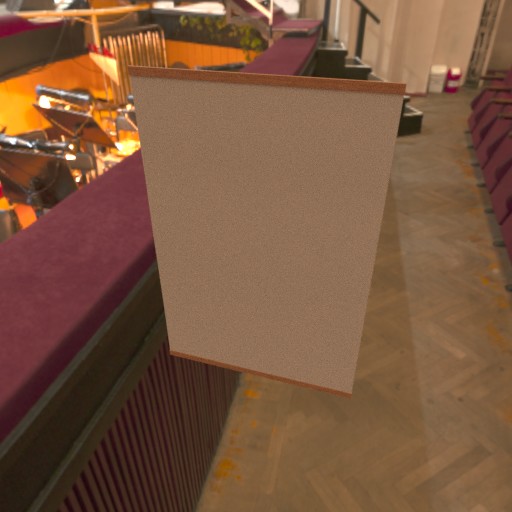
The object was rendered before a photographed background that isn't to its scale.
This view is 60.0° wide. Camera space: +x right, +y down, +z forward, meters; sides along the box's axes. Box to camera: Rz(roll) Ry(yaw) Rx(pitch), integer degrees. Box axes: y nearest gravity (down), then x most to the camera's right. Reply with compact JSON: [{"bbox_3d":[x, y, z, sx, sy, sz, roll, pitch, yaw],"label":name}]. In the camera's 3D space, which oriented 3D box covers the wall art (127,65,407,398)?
[{"bbox_3d":[0.000,0.000,1.970,1.019,1.527,0.019,10,34,15],"label":"wall art"}]
